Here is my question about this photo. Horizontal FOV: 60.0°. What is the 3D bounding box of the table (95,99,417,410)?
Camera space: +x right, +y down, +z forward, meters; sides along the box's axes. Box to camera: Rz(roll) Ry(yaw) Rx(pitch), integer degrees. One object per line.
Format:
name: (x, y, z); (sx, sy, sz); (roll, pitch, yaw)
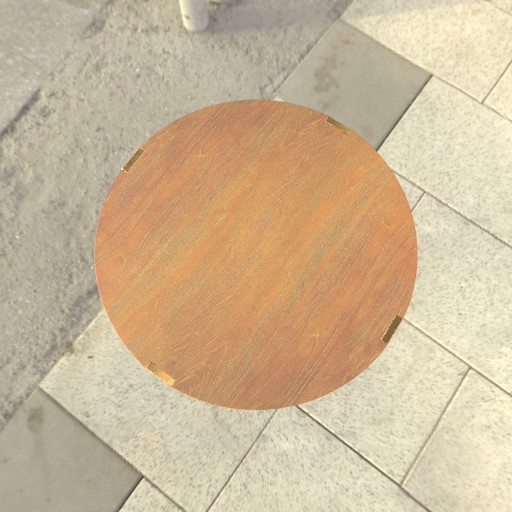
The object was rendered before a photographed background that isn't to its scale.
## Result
table: (0.000, 0.000, 1.723); (1.100, 0.420, 1.100); (0, 75, 0)
